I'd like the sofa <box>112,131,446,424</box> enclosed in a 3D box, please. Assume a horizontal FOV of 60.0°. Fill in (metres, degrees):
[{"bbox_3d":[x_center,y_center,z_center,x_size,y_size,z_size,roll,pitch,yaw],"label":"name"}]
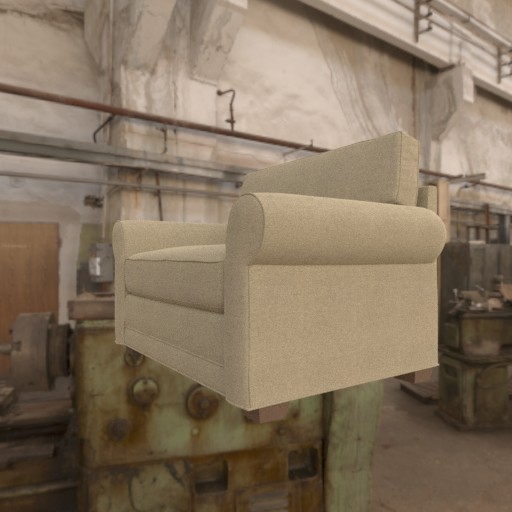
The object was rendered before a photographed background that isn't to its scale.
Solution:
[{"bbox_3d":[0.000,0.000,2.027,0.936,0.991,1.405,0,0,-34],"label":"sofa"}]
